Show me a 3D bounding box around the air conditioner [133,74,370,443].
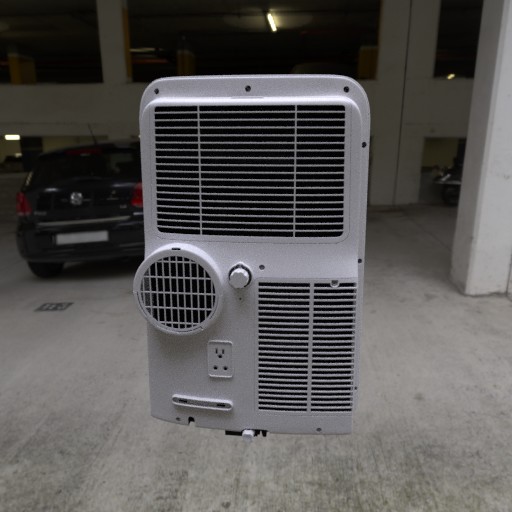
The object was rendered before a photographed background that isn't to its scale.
[{"bbox_3d":[0.000,0.000,0.956,0.454,0.700,0.365,2,15,6],"label":"air conditioner"}]
